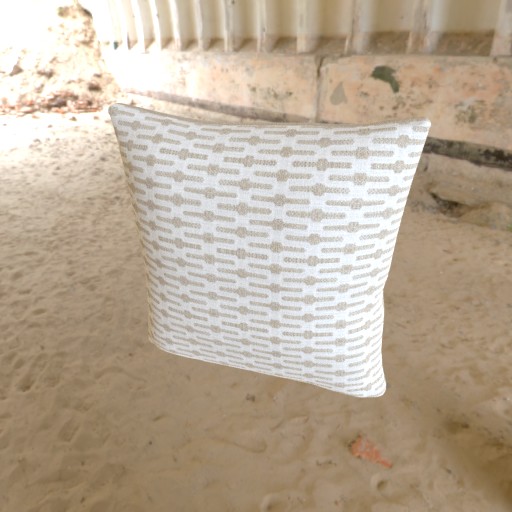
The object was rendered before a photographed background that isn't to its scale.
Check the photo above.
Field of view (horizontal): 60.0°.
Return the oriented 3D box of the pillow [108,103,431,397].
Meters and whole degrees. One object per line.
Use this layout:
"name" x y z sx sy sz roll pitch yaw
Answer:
"pillow" 0.000 0.000 0.772 0.496 0.491 0.219 8 27 17
